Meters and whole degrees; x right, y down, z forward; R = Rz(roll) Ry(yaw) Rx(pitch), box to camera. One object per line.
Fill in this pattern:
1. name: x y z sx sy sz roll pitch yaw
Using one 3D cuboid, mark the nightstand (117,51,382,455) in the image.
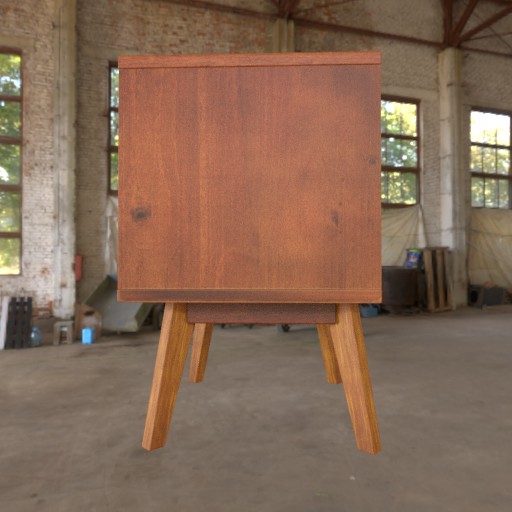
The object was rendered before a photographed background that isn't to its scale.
1. nightstand: 0.000 0.000 0.907 0.411 0.618 0.460 0 -1 2
